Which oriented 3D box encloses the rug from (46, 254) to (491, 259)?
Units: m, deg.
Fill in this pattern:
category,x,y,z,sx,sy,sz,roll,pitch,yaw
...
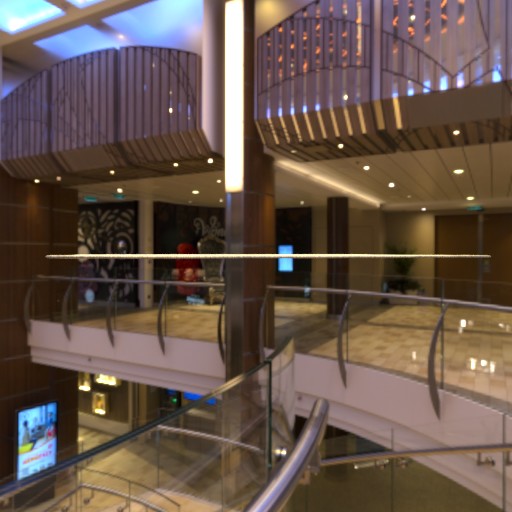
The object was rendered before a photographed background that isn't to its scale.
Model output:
category,x,y,z,sx,sy,sz,roll,pitch,yaw
rug,0.000,0.000,2.331,1.850,0.015,1.250,0,0,-18
